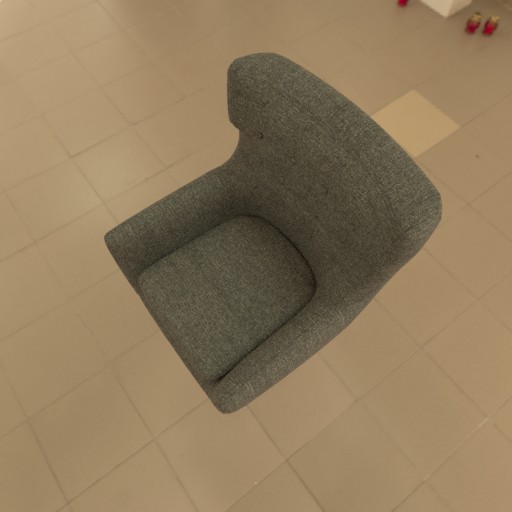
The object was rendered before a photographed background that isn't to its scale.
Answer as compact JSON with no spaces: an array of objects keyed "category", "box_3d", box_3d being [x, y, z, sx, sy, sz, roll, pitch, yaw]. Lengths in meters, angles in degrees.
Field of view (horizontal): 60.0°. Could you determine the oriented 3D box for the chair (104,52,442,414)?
[{"category":"chair","box_3d":[0.000,0.000,1.742,0.904,1.063,0.878,-34,68,-16]}]
